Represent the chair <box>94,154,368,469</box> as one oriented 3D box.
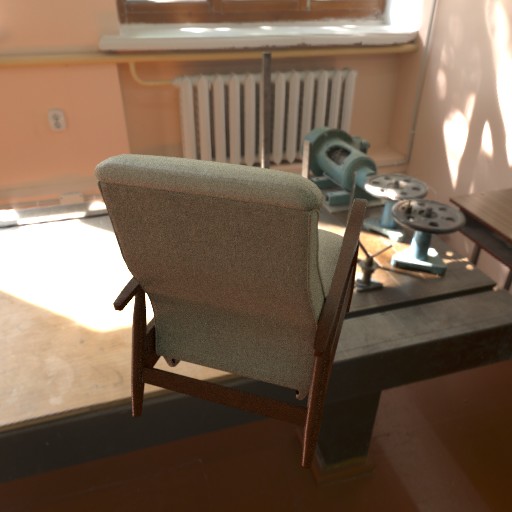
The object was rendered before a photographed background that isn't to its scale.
[{"bbox_3d":[0.000,0.000,1.798,0.762,1.082,1.014,10,33,16],"label":"chair"}]
